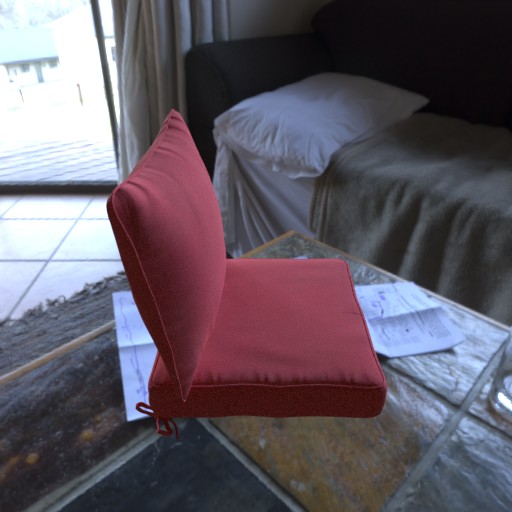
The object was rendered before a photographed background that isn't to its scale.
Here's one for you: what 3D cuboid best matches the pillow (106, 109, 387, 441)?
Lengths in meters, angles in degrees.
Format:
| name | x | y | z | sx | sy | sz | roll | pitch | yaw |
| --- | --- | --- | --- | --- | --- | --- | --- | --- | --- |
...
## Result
| name | x | y | z | sx | sy | sz | roll | pitch | yaw |
| --- | --- | --- | --- | --- | --- | --- | --- | --- | --- |
| pillow | 0.000 | 0.000 | 1.369 | 0.733 | 0.725 | 0.798 | 0 | 31 | 0 |
